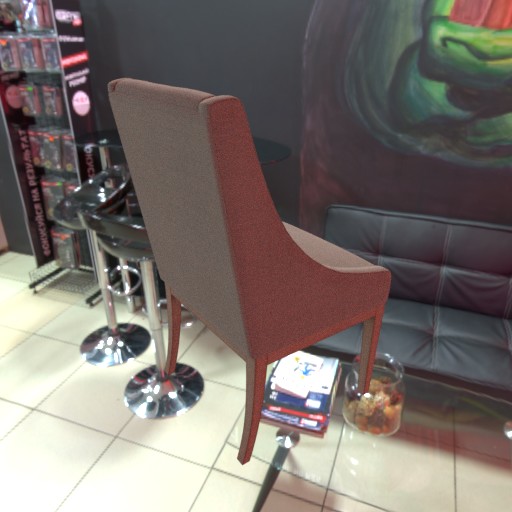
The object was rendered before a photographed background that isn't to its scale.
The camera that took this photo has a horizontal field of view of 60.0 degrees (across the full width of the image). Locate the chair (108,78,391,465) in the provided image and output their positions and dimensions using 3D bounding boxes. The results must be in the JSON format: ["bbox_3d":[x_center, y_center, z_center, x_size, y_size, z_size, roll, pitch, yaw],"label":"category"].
[{"bbox_3d":[0.000,0.000,1.370,0.611,1.021,0.575,-18,32,-32],"label":"chair"}]
